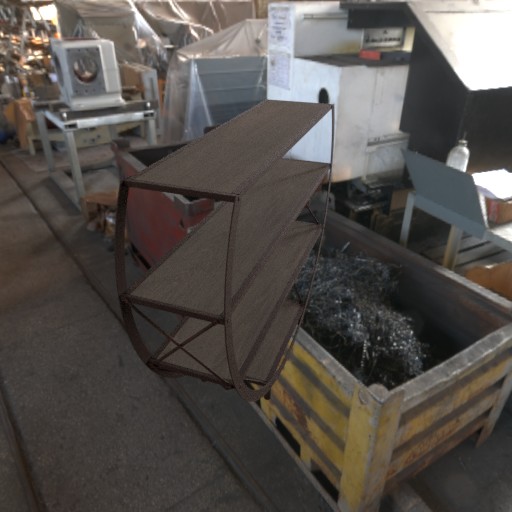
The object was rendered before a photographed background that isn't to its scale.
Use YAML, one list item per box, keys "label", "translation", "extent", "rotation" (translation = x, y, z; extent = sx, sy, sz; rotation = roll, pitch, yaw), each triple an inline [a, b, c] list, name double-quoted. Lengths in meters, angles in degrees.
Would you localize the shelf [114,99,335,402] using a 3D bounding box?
- label: "shelf"
  translation: [0.000, 0.000, 1.911]
  extent: [0.344, 1.063, 1.403]
  rotation: [10, 32, 17]
